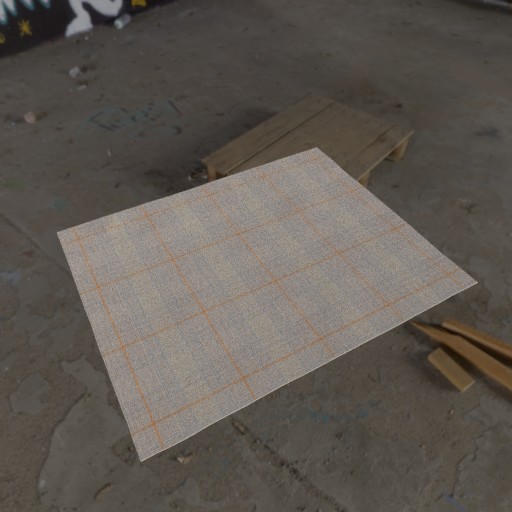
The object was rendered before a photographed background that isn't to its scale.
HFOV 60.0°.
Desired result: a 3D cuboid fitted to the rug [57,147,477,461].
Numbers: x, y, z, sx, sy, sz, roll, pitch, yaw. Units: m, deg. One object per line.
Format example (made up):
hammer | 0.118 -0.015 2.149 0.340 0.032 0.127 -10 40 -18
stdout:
rug | 0.000 0.000 4.064 3.051 0.021 2.448 -22 50 -20
